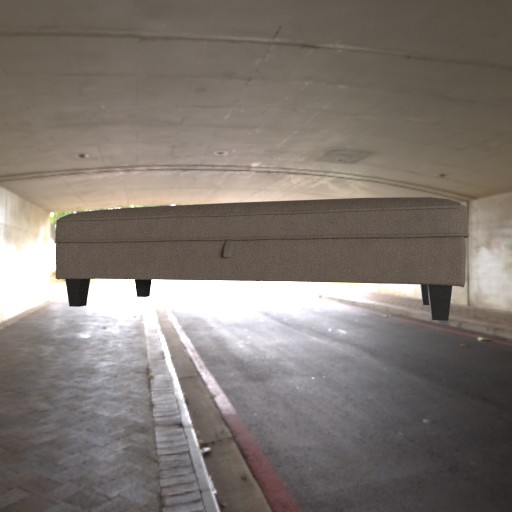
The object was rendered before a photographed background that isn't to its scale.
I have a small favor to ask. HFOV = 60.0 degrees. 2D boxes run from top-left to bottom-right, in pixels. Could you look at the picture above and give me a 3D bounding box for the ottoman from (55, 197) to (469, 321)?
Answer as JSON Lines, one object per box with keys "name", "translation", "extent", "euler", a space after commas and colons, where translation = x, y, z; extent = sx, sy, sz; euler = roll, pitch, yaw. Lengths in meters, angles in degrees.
{"name": "ottoman", "translation": [0.000, 0.000, 2.098], "extent": [1.764, 0.470, 0.751], "euler": [0, -1, 18]}
